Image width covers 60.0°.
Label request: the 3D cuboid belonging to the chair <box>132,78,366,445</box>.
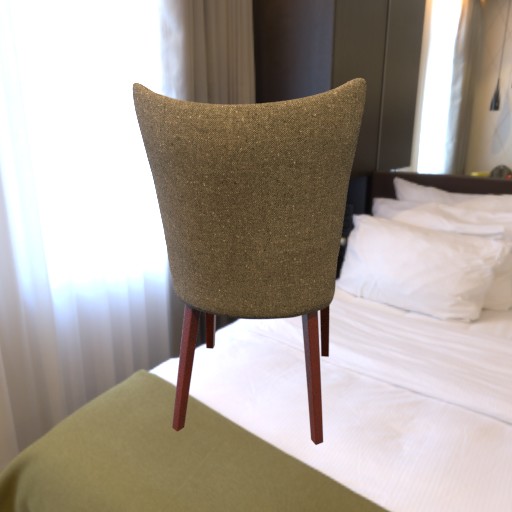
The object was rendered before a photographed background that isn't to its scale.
[{"bbox_3d":[0.000,0.000,1.288,0.535,0.924,0.623,2,17,8],"label":"chair"}]
